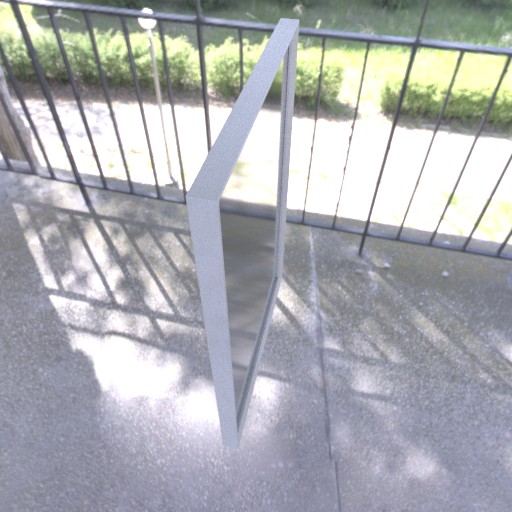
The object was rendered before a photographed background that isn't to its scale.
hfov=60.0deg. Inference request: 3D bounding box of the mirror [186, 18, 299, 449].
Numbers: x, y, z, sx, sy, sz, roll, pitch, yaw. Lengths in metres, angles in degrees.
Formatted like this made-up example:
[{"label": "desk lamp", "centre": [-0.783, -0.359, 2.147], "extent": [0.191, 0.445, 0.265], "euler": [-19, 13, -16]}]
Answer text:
[{"label": "mirror", "centre": [0.000, 0.000, 0.882], "extent": [0.039, 0.710, 0.507], "euler": [10, 48, 9]}]
